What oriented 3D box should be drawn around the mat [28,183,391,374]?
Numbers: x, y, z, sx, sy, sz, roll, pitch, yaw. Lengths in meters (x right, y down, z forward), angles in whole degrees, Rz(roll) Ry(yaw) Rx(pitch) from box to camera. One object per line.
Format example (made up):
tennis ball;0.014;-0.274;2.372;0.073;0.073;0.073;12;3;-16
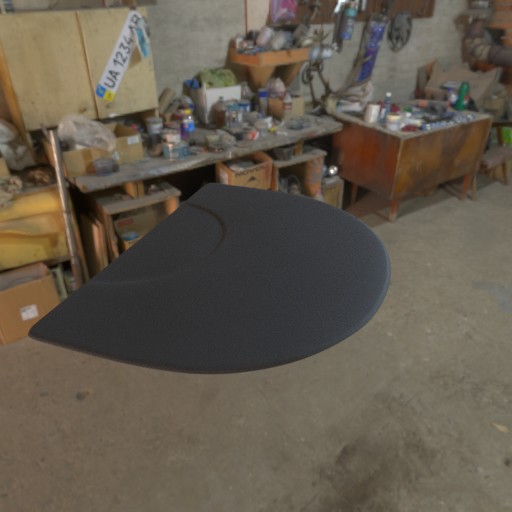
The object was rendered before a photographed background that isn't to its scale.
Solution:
mat;0.000;0.000;1.560;0.917;0.016;1.220;10;31;16
